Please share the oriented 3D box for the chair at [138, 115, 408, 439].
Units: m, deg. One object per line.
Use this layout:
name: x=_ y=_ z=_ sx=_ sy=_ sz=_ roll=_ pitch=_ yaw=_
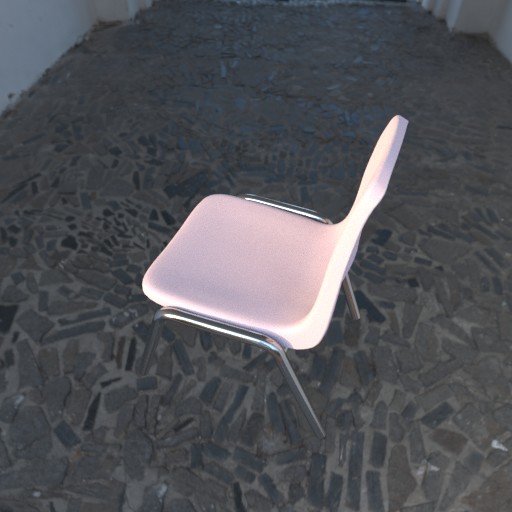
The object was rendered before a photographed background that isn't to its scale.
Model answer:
chair: x=0.000 y=0.000 z=0.826 sx=0.423 sy=0.586 sz=0.354 roll=16 pitch=49 yaw=15
